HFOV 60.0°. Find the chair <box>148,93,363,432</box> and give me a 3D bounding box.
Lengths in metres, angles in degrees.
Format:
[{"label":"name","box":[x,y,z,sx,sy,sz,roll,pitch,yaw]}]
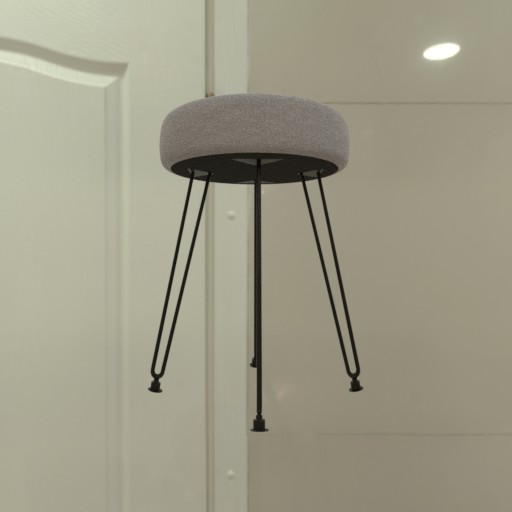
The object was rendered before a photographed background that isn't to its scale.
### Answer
[{"label":"chair","box":[0.000,0.000,0.716,0.350,0.440,0.350,0,0,-1]}]
